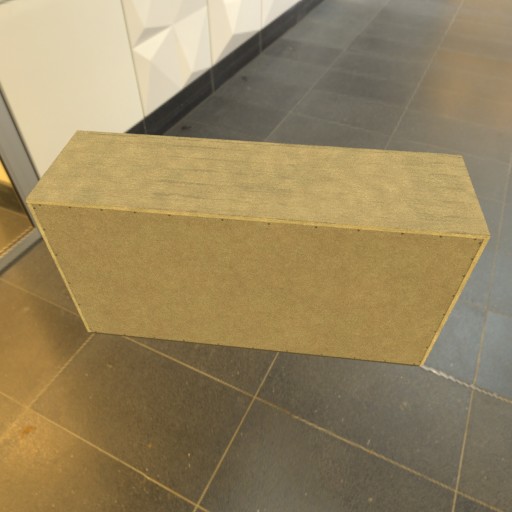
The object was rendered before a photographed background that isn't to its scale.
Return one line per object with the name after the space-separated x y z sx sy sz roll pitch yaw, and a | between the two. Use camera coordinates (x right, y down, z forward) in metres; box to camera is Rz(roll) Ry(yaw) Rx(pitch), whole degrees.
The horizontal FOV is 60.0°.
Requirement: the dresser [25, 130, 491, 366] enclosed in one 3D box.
0.000 0.000 2.022 1.628 0.889 0.483 5 46 5 | dresser
